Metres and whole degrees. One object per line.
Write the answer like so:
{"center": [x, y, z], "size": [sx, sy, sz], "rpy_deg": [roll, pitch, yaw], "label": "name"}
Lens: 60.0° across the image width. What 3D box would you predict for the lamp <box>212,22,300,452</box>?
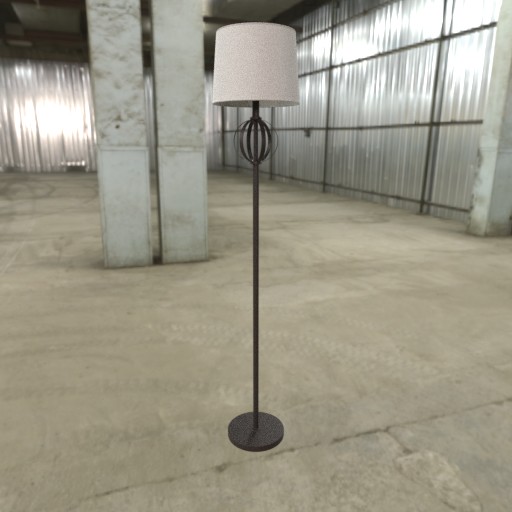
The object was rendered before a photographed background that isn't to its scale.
{"center": [0.000, 0.000, 1.589], "size": [0.286, 1.462, 0.286], "rpy_deg": [2, 15, 8], "label": "lamp"}
